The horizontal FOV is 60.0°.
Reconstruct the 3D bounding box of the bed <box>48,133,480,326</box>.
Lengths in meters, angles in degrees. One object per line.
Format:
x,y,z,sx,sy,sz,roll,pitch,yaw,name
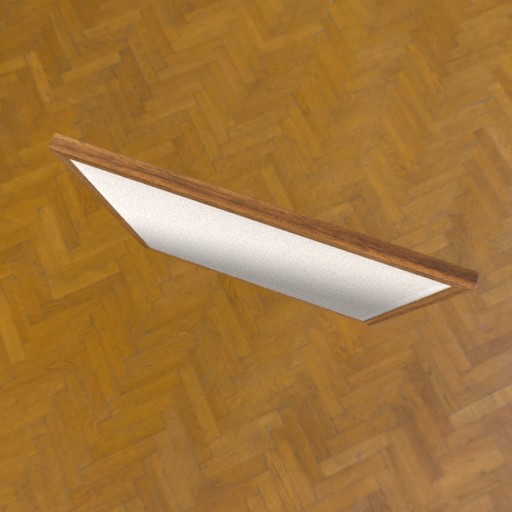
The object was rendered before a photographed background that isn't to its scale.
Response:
0.000,0.000,1.478,1.041,0.940,0.043,19,77,4,bed
